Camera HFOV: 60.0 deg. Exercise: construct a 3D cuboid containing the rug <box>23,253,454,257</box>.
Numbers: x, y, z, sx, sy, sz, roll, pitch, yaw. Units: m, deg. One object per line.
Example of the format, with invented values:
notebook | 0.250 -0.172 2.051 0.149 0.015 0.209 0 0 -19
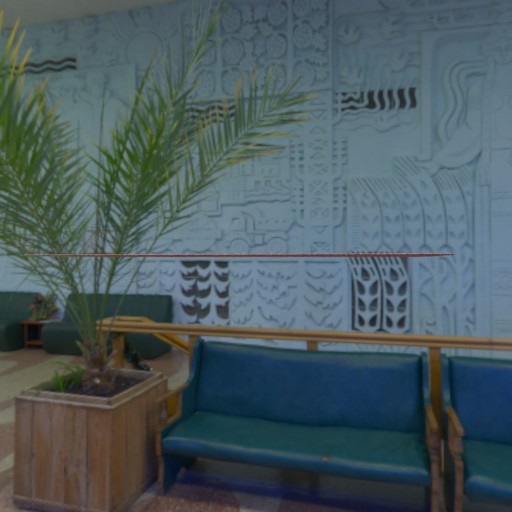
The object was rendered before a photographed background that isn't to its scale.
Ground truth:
rug | 0.000 0.000 2.792 2.112 0.009 1.594 0 0 17
